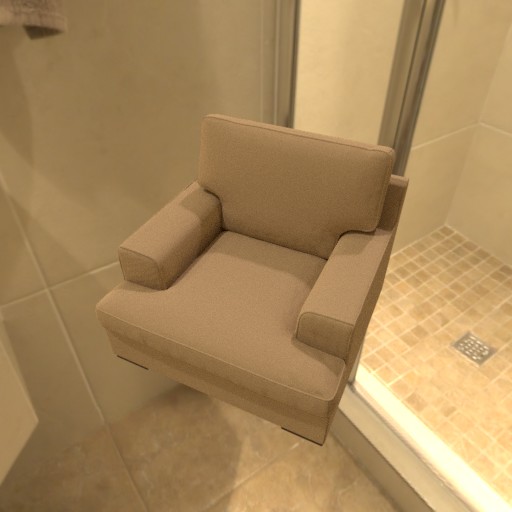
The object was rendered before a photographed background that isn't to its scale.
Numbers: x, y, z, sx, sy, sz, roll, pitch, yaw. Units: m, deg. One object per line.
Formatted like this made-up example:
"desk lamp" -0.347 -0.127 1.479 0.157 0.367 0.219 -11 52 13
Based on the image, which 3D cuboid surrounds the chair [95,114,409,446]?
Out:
"chair" 0.000 0.000 2.188 1.293 1.005 1.274 12 41 14
